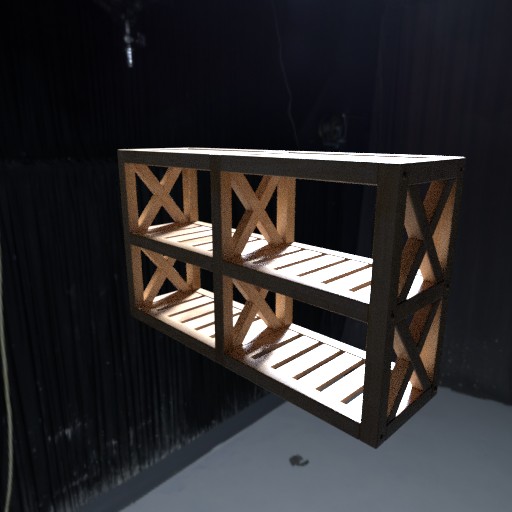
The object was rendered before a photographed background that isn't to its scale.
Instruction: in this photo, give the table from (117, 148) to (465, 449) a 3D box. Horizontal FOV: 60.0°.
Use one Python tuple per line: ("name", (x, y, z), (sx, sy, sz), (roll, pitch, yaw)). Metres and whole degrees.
("table", (0.000, 0.000, 1.676), (0.381, 0.762, 1.320), (-15, 21, -43))
